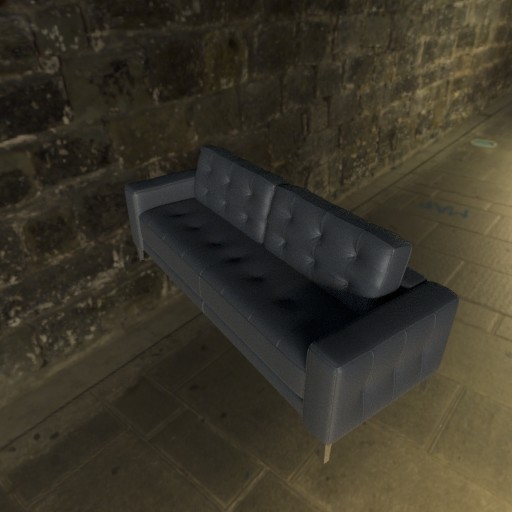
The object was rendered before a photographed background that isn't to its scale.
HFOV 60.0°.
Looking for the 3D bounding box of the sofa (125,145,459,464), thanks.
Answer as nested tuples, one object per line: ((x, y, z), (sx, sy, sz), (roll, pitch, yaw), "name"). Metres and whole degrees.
((0.000, 0.000, 2.779), (0.833, 0.893, 2.275), (-20, 37, -29), "sofa")
